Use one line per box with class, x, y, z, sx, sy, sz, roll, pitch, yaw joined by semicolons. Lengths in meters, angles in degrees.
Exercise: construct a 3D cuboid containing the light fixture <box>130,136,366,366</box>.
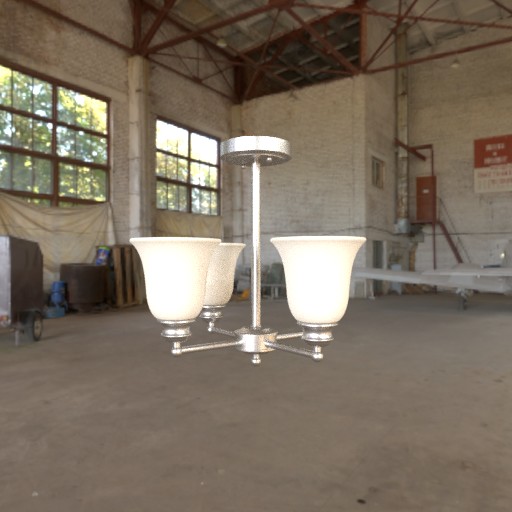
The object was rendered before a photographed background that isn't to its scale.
light fixture;0.000;0.000;0.745;0.427;0.370;0.427;0;0;-36
